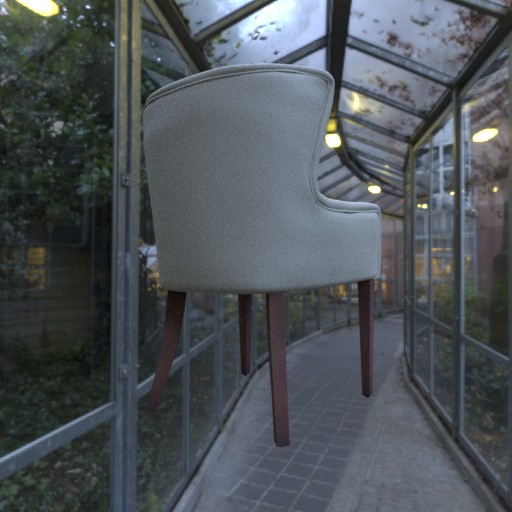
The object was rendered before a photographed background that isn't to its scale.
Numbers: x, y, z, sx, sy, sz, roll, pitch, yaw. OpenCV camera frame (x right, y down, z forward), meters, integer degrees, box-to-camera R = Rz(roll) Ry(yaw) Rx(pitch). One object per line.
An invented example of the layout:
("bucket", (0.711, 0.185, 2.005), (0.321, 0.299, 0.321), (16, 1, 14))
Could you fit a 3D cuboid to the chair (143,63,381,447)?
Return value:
("chair", (0.000, 0.000, 1.427), (0.660, 0.952, 0.686), (-1, -2, 36))
